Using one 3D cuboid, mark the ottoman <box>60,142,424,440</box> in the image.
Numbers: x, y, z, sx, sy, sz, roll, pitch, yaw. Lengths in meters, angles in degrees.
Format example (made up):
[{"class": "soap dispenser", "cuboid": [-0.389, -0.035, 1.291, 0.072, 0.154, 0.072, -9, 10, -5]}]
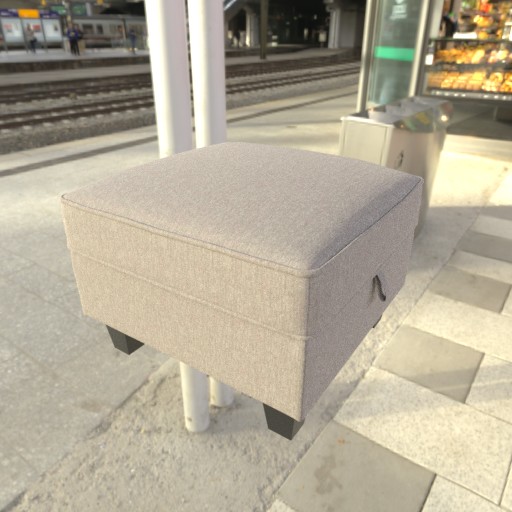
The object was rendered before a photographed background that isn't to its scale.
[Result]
[{"class": "ottoman", "cuboid": [0.000, 0.000, 1.427, 0.871, 0.612, 0.808, 17, 31, 30]}]
